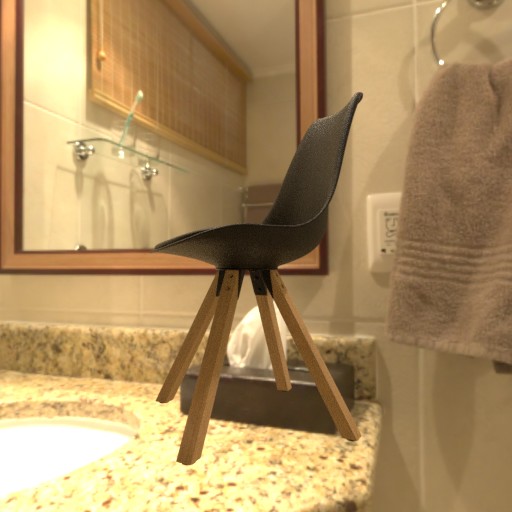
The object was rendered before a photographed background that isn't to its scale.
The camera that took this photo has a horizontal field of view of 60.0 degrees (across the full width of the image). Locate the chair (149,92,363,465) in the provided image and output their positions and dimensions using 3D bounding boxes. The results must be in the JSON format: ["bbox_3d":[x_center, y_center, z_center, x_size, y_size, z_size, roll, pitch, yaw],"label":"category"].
[{"bbox_3d":[0.000,0.000,1.174,0.549,0.850,0.485,0,-1,-18],"label":"chair"}]
